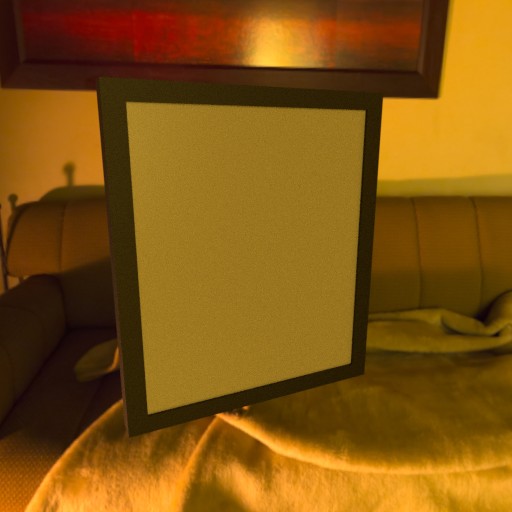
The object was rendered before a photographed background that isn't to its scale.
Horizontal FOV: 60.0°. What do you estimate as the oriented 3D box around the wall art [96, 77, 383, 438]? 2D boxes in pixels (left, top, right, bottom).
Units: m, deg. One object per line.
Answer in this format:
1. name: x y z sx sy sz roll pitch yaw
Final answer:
1. wall art: 0.000 0.000 0.533 0.330 0.381 0.029 -7 16 -24
